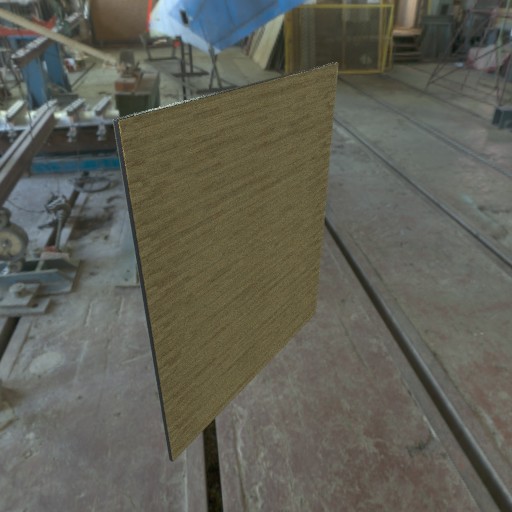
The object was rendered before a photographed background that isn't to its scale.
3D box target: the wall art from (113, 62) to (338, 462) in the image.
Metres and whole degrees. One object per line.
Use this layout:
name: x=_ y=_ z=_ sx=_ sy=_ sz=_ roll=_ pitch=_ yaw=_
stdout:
wall art: x=0.000 y=0.000 z=0.757 sx=0.009 sy=0.559 sz=0.483 roll=21 pitch=37 yaw=30
